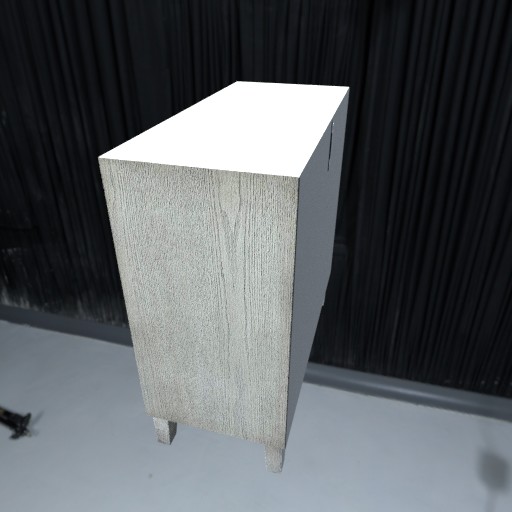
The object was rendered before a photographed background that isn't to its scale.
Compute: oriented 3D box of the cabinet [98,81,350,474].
[{"bbox_3d":[0.000,0.000,1.248,0.370,0.787,0.781,8,32,14],"label":"cabinet"}]
